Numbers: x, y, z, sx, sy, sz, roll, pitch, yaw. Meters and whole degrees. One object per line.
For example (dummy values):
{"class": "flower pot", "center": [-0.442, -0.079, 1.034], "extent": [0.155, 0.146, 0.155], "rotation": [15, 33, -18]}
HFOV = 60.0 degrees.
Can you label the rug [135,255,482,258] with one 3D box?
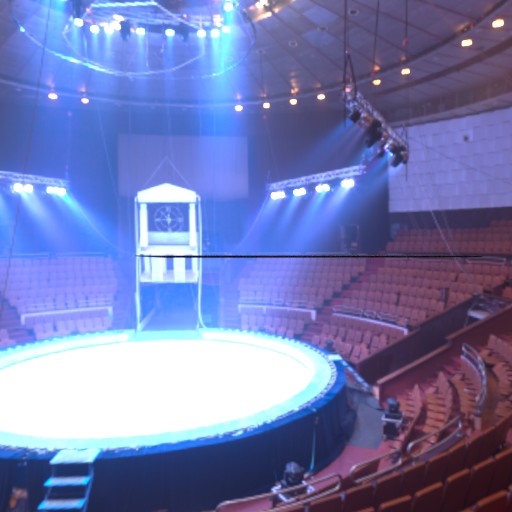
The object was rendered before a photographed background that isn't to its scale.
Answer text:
{"class": "rug", "center": [0.000, 0.000, 2.222], "extent": [1.102, 0.008, 1.795], "rotation": [0, 0, -18]}
